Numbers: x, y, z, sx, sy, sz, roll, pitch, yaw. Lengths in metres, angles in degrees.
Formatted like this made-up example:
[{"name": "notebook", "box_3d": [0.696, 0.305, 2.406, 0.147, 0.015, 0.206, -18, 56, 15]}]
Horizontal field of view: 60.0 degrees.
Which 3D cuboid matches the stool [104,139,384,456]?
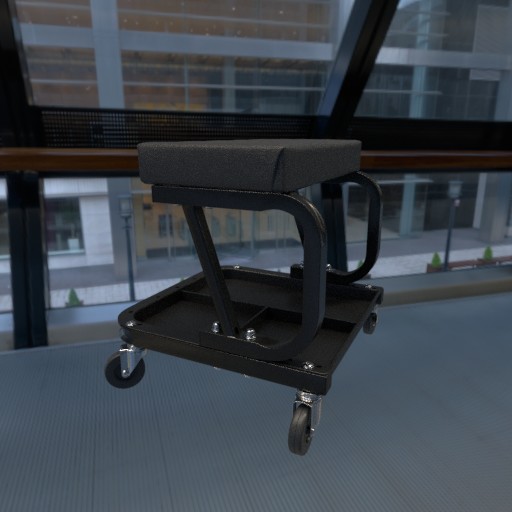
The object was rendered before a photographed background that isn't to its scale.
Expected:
[{"name": "stool", "box_3d": [0.000, 0.000, 0.753, 0.371, 0.380, 0.446, 8, 17, 25]}]
